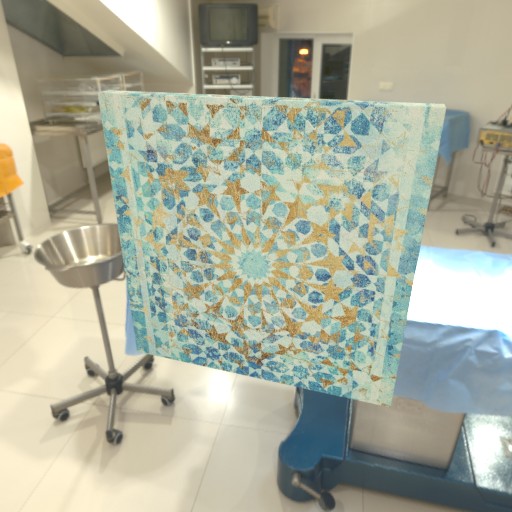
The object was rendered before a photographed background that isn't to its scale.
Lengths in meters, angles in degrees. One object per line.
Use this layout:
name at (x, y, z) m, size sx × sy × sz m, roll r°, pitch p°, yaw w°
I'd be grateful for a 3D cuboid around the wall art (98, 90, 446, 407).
wall art at (0.000, 0.000, 0.898) m, size 0.609 × 0.609 × 0.040 m, roll 8°, pitch 28°, yaw 16°
